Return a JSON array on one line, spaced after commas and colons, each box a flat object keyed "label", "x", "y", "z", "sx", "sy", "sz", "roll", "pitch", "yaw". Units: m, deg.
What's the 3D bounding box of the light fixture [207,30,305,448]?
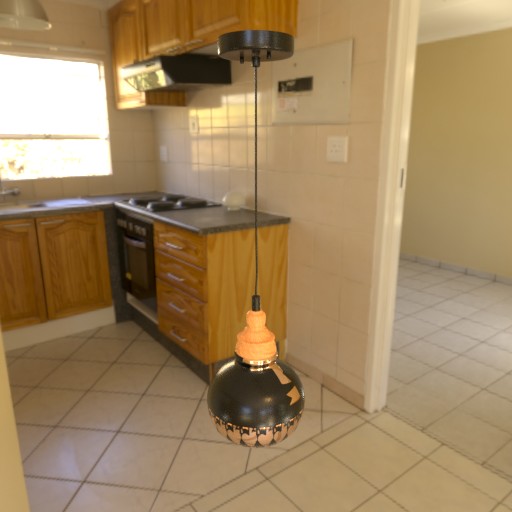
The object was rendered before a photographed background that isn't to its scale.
[{"label": "light fixture", "x": 0.000, "y": 0.000, "z": 1.792, "sx": 0.430, "sy": 1.606, "sz": 0.430, "roll": 13, "pitch": 20, "yaw": 41}]
